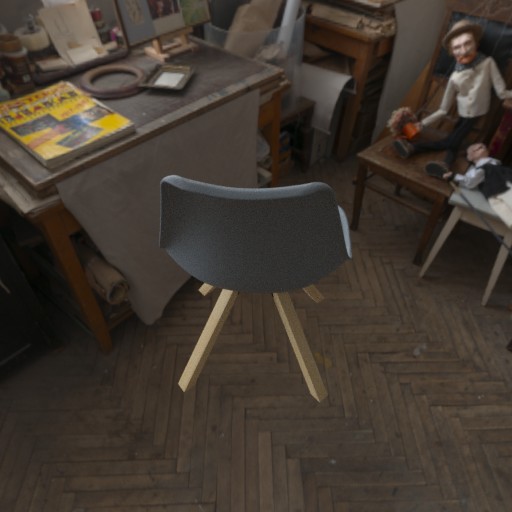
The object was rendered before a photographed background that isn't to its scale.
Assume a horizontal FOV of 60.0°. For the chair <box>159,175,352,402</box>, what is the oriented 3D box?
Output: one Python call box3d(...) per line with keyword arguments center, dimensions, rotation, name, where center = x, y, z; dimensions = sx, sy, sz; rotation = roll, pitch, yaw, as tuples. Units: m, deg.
box3d(center=(0.000, 0.000, 1.178), dimensions=(0.485, 0.850, 0.549), rotation=(3, 46, 3), name="chair")
